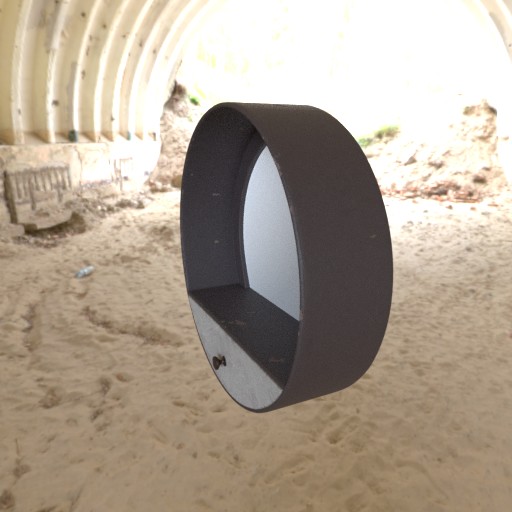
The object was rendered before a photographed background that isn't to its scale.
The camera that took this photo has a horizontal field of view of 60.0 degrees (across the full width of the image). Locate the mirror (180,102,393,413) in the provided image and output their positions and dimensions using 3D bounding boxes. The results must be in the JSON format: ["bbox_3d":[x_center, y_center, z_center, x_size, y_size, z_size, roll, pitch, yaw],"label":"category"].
[{"bbox_3d":[0.000,0.000,0.591,0.126,0.386,0.386,-7,17,-25],"label":"mirror"}]
